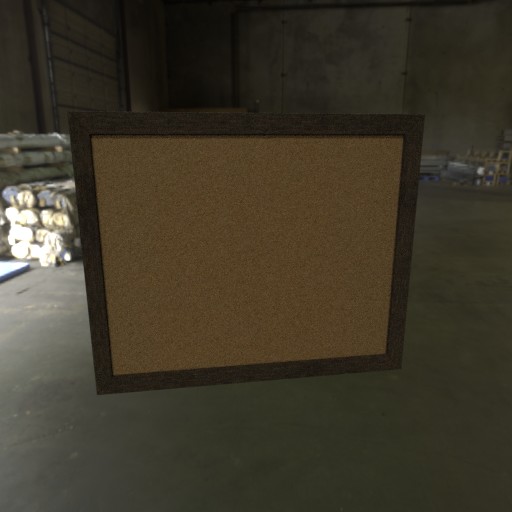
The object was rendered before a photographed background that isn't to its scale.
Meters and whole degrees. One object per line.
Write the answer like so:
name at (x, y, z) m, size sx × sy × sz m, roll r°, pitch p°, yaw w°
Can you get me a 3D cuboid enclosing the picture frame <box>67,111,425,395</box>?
picture frame at (0.000, 0.000, 0.741) m, size 0.546 × 0.455 × 0.026 m, roll -2°, pitch 15°, yaw -9°
